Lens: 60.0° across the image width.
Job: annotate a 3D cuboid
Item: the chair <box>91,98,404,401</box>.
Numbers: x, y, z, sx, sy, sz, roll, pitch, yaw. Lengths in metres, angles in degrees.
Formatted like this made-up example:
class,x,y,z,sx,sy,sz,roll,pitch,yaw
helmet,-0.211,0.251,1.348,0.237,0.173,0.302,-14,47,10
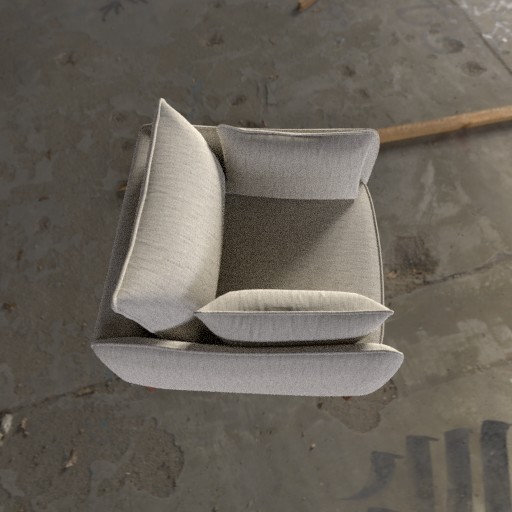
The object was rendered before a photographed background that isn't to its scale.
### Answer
class,x,y,z,sx,sy,sz,roll,pitch,yaw
chair,0.000,0.000,1.735,0.991,0.855,0.994,2,62,1
